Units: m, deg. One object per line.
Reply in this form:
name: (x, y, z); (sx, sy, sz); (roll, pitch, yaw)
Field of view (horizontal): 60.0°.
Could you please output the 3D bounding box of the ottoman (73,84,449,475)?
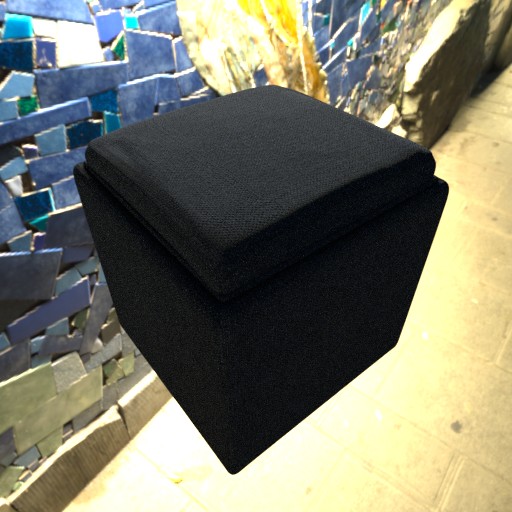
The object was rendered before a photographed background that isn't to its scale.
ottoman: (0.000, 0.000, 0.833); (0.454, 0.493, 0.436); (-28, 49, -28)
